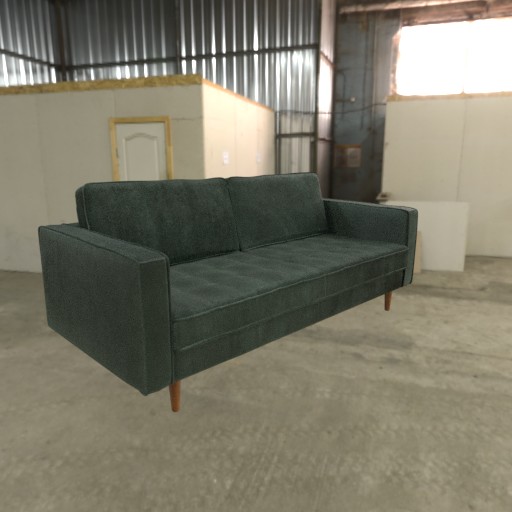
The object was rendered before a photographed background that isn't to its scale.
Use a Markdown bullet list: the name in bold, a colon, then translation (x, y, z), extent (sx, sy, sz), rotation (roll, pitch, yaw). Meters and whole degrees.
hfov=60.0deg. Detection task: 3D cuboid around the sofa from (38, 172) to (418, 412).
- **sofa**: translation (0.000, 0.000, 2.244), extent (1.816, 0.781, 0.886), rotation (-13, 18, -43)
